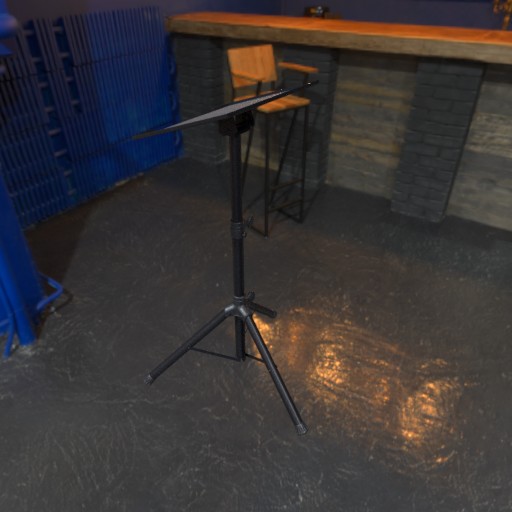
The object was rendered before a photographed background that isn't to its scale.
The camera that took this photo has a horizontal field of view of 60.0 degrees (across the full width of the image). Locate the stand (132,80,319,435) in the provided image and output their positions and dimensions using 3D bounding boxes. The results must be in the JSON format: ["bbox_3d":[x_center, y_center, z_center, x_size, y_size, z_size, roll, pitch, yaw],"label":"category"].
[{"bbox_3d":[0.000,0.000,1.632,0.702,1.198,0.702,21,39,29],"label":"stand"}]
